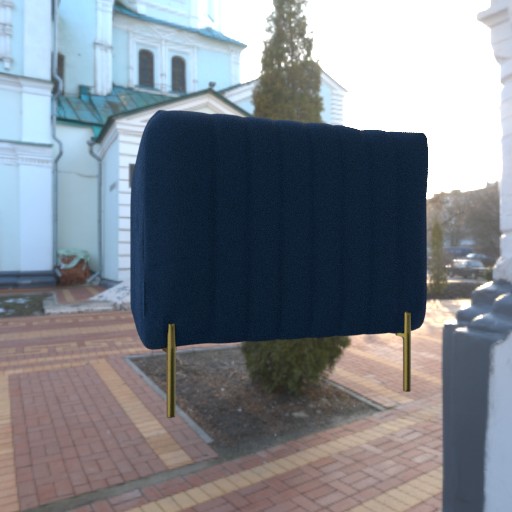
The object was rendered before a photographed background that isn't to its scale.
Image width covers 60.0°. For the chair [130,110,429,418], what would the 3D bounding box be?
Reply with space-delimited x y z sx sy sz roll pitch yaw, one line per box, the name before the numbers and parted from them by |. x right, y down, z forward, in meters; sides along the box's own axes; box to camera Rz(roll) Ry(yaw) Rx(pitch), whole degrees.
chair | 0.000 0.000 1.636 0.877 0.793 0.947 0 0 -18
